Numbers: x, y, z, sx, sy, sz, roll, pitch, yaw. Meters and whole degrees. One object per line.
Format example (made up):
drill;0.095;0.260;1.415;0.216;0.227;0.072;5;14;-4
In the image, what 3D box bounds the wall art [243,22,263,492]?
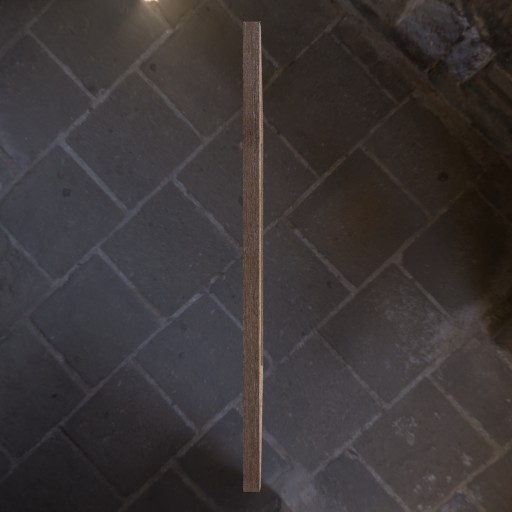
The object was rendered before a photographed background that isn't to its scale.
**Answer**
wall art;0.000;0.000;0.944;0.026;0.588;0.690;0;91;1
